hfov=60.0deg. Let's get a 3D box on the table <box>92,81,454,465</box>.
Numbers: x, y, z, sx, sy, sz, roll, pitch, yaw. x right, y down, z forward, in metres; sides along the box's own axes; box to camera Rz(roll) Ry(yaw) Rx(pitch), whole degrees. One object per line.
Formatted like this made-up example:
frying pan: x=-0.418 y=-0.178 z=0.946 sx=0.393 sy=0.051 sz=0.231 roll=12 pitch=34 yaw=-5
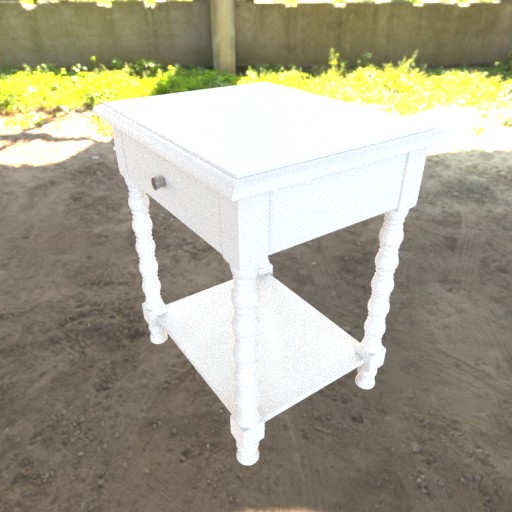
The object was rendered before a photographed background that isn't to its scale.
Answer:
table: x=0.000 y=0.000 z=0.840 sx=0.381 sy=0.531 sz=0.460 roll=-20 pitch=37 yaw=-29
